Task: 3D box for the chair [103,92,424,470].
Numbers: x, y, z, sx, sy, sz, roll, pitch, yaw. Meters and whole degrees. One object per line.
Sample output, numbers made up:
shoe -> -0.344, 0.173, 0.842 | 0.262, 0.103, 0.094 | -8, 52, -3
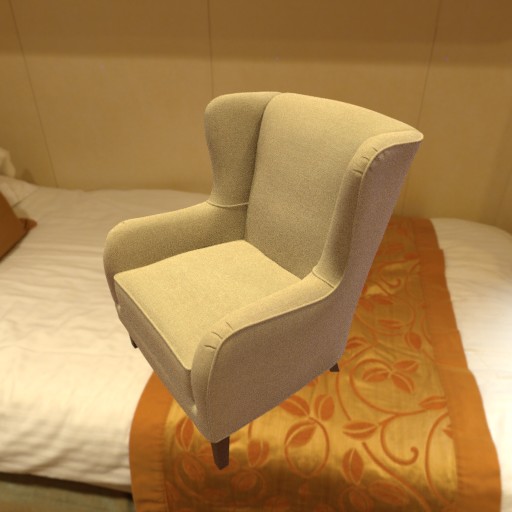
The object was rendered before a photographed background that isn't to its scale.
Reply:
chair -> 0.000, 0.000, 1.715 | 0.966, 1.040, 0.838 | -21, 38, -30
